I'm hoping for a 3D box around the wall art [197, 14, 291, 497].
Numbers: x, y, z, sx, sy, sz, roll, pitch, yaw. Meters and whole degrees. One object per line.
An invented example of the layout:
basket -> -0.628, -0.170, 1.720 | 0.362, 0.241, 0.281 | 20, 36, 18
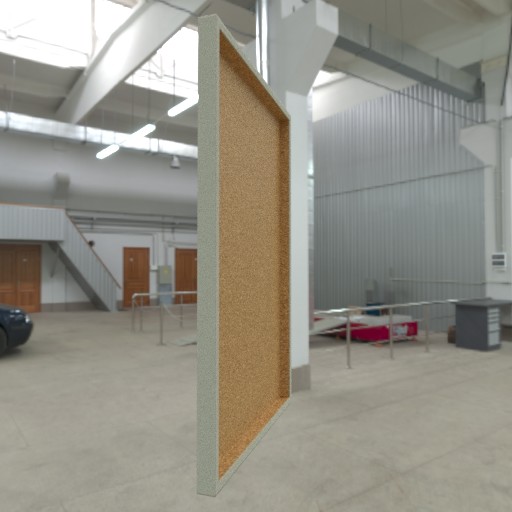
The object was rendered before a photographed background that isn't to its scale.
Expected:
wall art -> 0.000, 0.000, 1.134 | 0.038, 0.914, 0.610 | 0, -1, 18
